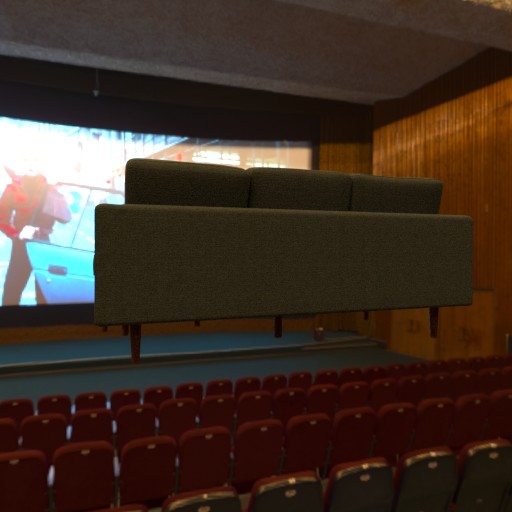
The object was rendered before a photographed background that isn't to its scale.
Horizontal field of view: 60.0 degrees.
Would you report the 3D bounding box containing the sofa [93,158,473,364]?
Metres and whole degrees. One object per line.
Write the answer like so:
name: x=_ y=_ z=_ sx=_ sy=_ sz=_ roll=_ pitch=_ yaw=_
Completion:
sofa: x=0.000 y=0.000 z=2.969 sx=2.055 sy=0.957 sz=1.667 roll=0 pitch=1 yaw=-20
